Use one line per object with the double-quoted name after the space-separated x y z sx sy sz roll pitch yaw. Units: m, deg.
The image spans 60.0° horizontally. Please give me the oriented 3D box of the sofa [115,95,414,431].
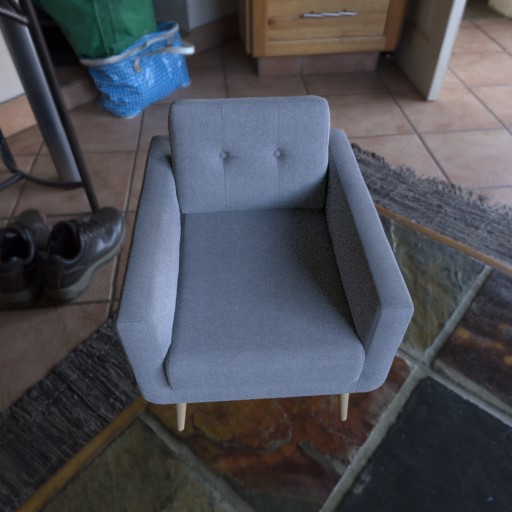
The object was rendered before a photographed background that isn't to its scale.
0.000 0.000 1.544 0.770 0.860 0.920 -3 46 -3 "sofa"
